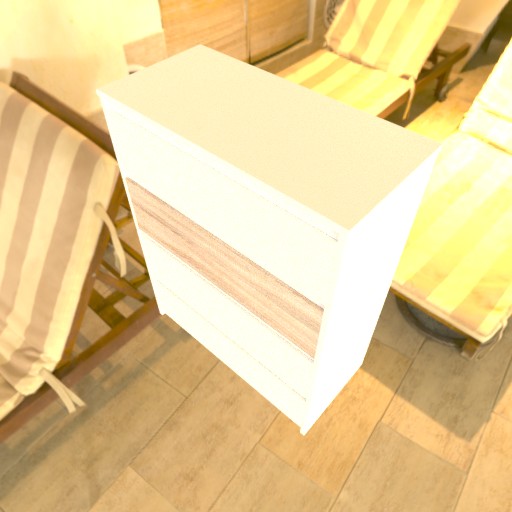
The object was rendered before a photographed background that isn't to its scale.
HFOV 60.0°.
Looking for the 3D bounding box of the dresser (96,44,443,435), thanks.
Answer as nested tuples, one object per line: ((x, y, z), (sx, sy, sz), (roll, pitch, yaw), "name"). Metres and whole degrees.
((0.000, 0.000, 1.476), (0.800, 1.040, 0.380), (34, 56, 27), "dresser")
